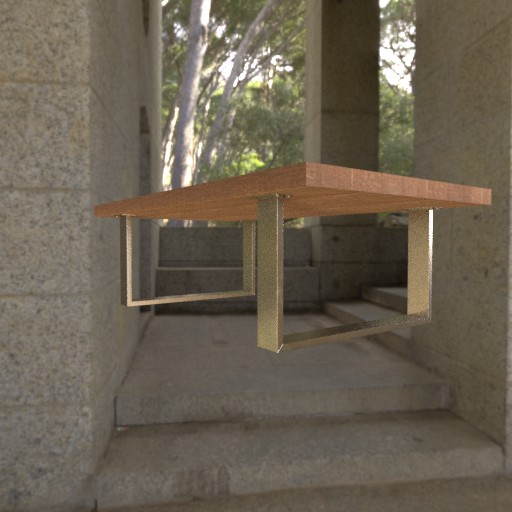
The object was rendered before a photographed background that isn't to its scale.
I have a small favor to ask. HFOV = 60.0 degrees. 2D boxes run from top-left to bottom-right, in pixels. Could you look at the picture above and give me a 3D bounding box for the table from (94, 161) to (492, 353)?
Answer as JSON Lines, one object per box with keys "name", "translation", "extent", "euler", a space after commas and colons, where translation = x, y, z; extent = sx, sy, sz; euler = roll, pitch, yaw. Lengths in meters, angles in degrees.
{"name": "table", "translation": [0.000, 0.000, 1.717], "extent": [0.800, 0.440, 1.400], "euler": [-1, 2, -37]}
